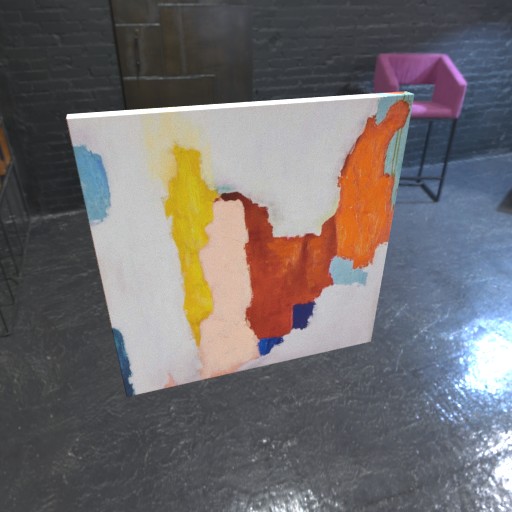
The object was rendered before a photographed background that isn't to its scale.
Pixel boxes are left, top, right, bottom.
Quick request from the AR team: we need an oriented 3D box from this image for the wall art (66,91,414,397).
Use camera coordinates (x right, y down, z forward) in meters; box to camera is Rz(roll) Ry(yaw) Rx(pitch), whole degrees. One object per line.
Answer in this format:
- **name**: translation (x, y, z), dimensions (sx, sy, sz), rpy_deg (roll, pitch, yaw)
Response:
- **wall art**: translation (0.000, 0.000, 1.526), dimensions (1.017, 1.017, 0.044), rpy_deg (-9, 32, -15)
